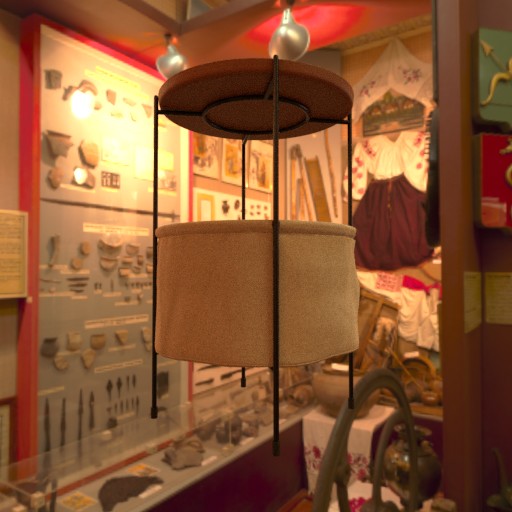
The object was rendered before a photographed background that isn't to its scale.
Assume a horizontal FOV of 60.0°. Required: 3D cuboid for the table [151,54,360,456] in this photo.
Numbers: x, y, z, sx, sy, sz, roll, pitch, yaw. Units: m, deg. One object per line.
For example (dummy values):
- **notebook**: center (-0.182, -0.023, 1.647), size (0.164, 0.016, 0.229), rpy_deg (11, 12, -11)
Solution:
- **table**: center (0.000, 0.000, 0.886), size (0.393, 0.623, 0.393), rpy_deg (-1, -2, 36)
